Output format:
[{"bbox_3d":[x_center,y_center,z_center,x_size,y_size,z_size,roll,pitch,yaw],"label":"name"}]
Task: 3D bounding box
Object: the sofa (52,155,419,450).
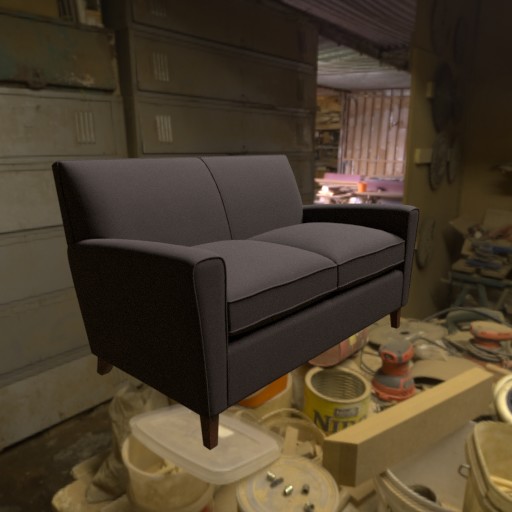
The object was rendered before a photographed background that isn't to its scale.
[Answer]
[{"bbox_3d":[0.000,0.000,1.966,0.871,0.846,1.420,13,19,41],"label":"sofa"}]
